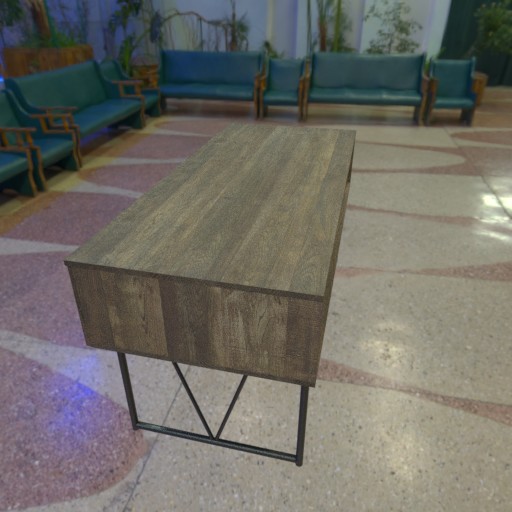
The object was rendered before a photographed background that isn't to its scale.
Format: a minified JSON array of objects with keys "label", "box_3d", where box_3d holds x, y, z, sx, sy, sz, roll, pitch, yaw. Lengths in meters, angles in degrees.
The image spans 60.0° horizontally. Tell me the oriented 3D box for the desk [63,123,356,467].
[{"label":"desk","box_3d":[0.000,0.000,2.008,0.730,0.780,1.600,7,31,12]}]
